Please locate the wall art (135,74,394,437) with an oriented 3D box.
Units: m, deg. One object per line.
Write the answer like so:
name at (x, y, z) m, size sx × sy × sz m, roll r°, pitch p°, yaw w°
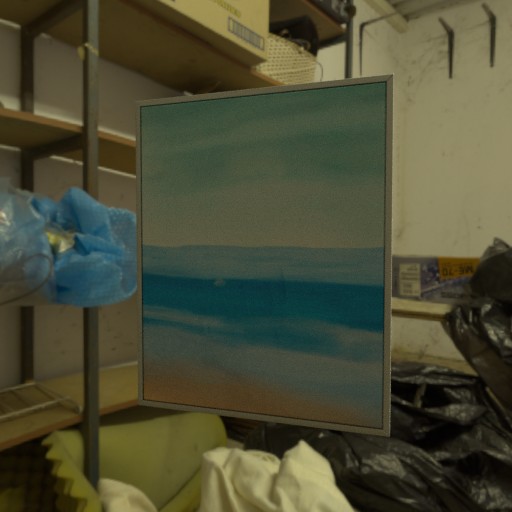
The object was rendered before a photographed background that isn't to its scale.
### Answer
wall art at (0.000, 0.000, 0.759) m, size 0.445 × 0.553 × 0.039 m, roll 1°, pitch 2°, yaw 17°
